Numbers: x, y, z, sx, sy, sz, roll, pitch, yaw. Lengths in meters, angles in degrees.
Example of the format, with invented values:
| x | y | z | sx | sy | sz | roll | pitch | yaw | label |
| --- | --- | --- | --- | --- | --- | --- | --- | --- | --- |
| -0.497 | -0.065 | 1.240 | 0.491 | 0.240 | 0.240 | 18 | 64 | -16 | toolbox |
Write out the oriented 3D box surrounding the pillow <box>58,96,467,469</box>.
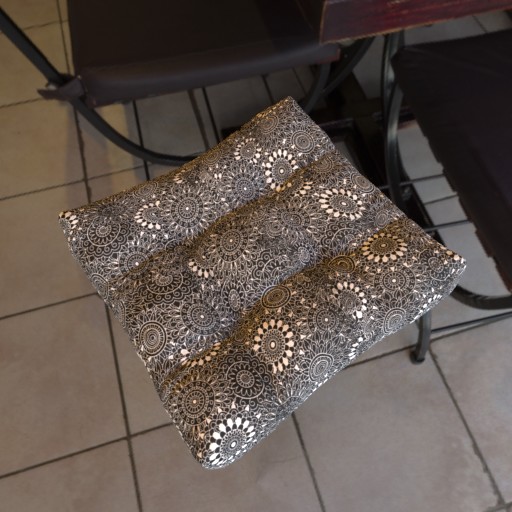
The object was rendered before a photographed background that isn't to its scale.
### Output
| x | y | z | sx | sy | sz | roll | pitch | yaw | label |
| --- | --- | --- | --- | --- | --- | --- | --- | --- | --- |
| 0.000 | 0.000 | 0.731 | 0.490 | 0.128 | 0.468 | -33 | 67 | -15 | pillow |
